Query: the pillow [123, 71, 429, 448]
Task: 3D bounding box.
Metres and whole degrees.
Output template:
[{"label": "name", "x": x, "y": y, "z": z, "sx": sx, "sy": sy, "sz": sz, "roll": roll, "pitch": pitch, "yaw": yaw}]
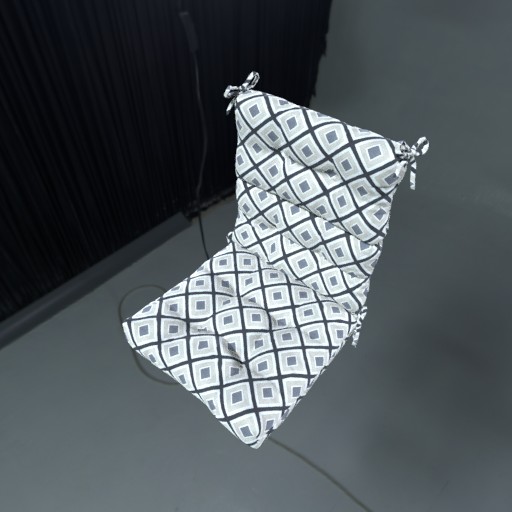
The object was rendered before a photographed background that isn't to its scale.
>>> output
[{"label": "pillow", "x": 0.000, "y": 0.000, "z": 1.071, "sx": 0.519, "sy": 0.605, "sz": 0.571, "roll": 31, "pitch": 53, "yaw": 27}]
